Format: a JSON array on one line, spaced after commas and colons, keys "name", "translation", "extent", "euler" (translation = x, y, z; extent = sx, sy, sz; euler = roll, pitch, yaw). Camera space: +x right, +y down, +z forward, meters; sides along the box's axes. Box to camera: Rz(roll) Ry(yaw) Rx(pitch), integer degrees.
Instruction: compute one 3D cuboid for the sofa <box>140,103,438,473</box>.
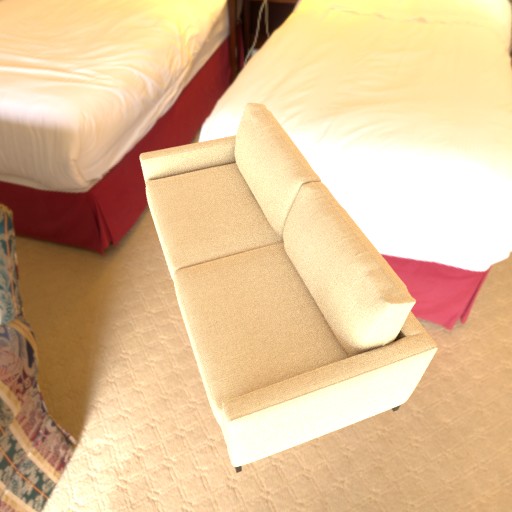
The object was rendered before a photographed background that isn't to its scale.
[{"name": "sofa", "translation": [0.000, 0.000, 2.158], "extent": [0.839, 0.812, 1.651], "euler": [-15, 49, -14]}]
